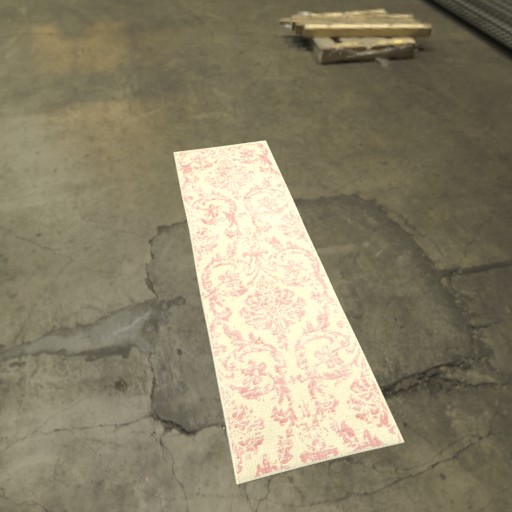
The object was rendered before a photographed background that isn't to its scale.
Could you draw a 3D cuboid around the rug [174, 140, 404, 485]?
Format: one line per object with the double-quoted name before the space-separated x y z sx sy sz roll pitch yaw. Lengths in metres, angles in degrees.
"rug" 0.000 0.000 2.390 0.662 0.011 2.196 -10 47 -9
